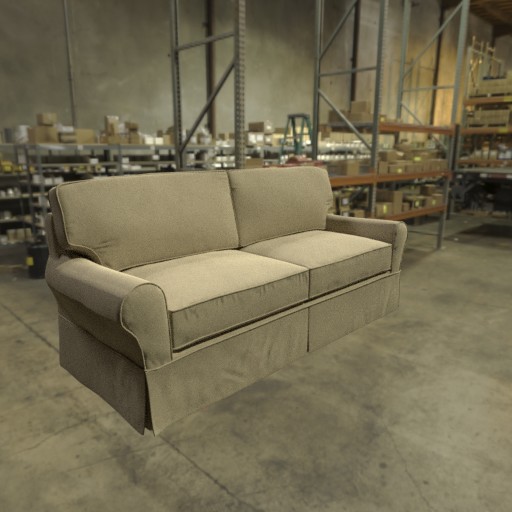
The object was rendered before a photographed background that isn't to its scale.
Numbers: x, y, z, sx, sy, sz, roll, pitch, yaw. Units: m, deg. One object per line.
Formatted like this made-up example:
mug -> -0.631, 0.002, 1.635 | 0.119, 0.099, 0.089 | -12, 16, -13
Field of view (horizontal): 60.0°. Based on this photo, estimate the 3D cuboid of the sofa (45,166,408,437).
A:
sofa -> 0.000, 0.000, 2.692 | 2.246, 1.014, 0.900 | -13, 19, -43
